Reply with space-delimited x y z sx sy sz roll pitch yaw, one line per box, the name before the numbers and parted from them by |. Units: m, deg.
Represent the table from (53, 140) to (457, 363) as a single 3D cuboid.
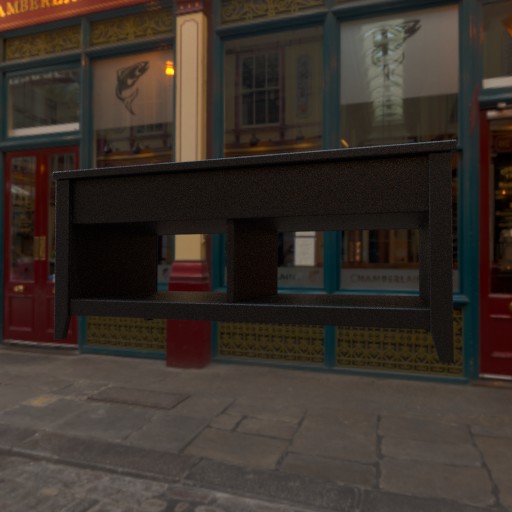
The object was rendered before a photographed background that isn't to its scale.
table | 0.000 0.000 1.284 1.016 0.457 0.483 0 -2 18
